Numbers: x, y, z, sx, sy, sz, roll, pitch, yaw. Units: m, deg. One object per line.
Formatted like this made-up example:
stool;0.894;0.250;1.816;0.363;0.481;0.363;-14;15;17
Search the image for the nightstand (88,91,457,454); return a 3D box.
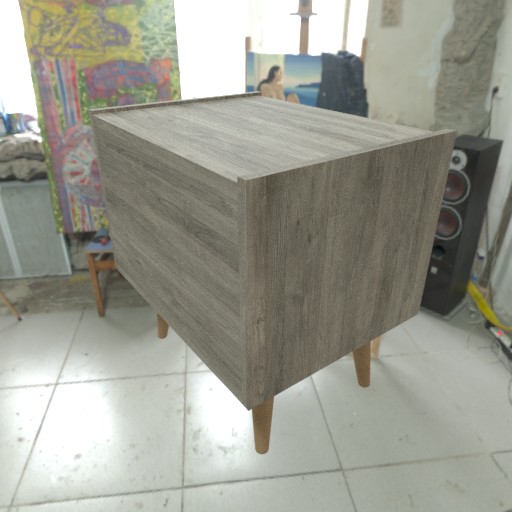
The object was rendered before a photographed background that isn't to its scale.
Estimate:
nightstand;0.000;0.000;0.829;0.380;0.500;0.480;-19;34;-32
